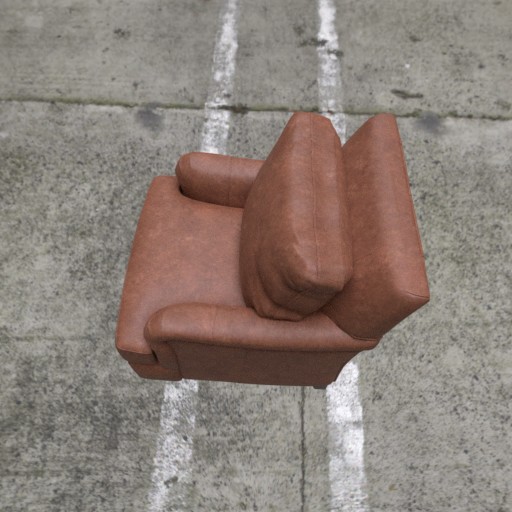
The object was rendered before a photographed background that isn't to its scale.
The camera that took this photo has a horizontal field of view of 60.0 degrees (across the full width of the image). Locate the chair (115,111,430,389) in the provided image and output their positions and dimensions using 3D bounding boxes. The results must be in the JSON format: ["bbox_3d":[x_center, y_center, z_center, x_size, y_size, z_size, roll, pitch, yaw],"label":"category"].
[{"bbox_3d":[0.000,0.000,2.024,1.158,1.055,0.986,2,57,1],"label":"chair"}]
